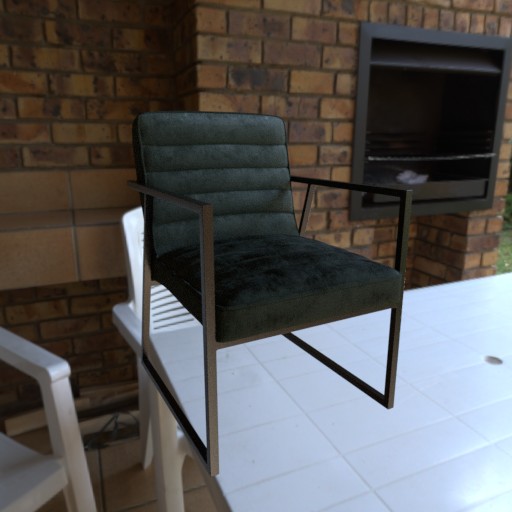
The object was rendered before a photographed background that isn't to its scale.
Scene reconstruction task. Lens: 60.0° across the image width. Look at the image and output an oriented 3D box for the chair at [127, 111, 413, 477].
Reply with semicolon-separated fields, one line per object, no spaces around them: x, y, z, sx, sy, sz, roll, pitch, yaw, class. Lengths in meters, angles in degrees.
0.000;0.000;1.296;0.571;0.833;0.677;-8;16;-27;chair
